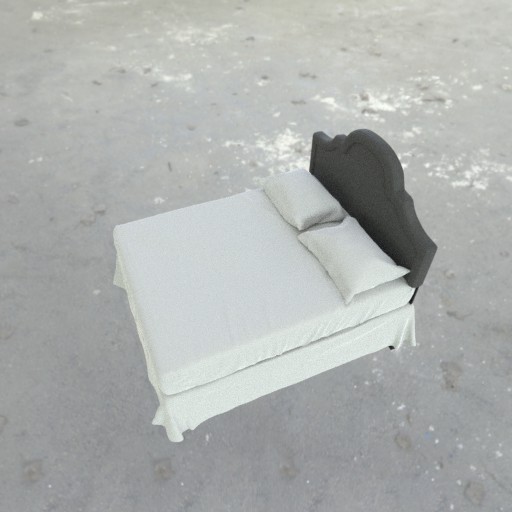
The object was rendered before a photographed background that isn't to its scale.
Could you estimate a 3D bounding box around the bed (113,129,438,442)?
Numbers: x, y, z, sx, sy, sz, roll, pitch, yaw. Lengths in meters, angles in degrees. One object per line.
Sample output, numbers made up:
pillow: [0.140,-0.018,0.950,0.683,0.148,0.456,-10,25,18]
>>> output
bed: [0.000,0.000,3.465,2.222,1.634,1.780,-17,49,-16]
